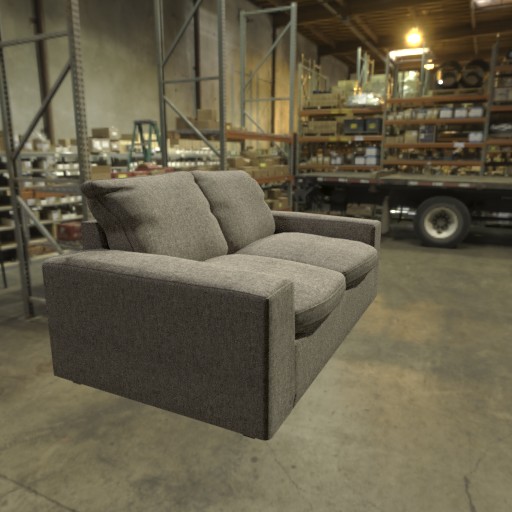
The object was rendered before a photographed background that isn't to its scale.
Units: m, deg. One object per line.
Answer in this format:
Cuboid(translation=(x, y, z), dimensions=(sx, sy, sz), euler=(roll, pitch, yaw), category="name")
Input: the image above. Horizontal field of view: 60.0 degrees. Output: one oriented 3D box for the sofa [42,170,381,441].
Cuboid(translation=(0.000, 0.000, 2.359), dimensions=(1.094, 0.877, 1.758), euler=(6, 14, 26), category="sofa")
